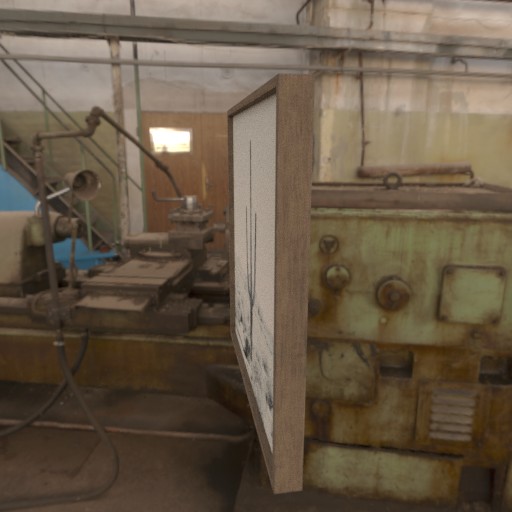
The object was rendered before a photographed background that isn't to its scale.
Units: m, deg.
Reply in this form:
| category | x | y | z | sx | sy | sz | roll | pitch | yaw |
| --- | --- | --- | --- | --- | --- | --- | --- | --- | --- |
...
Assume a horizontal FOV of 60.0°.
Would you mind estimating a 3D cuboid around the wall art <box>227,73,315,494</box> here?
| category | x | y | z | sx | sy | sz | roll | pitch | yaw |
| --- | --- | --- | --- | --- | --- | --- | --- | --- | --- |
| wall art | 0.000 | 0.000 | 0.757 | 0.038 | 0.508 | 0.508 | -2 | 14 | -9 |
